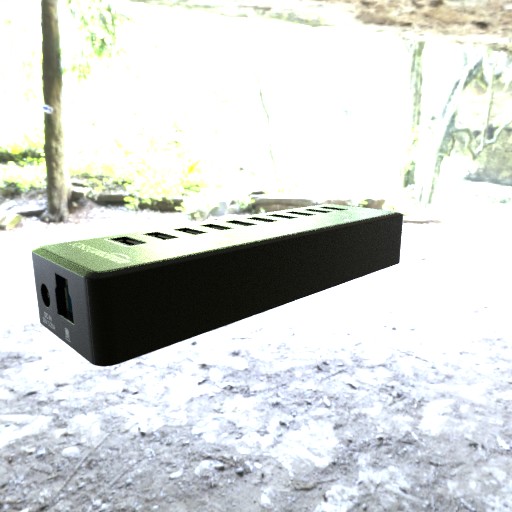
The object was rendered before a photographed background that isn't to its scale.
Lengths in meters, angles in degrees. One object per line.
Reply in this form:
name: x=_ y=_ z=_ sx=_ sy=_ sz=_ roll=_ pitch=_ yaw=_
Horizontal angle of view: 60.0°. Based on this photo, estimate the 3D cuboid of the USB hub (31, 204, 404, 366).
USB hub: x=0.000 y=0.000 z=0.166 sx=0.145 sy=0.023 sz=0.044 roll=-13 pitch=19 yaw=-42
